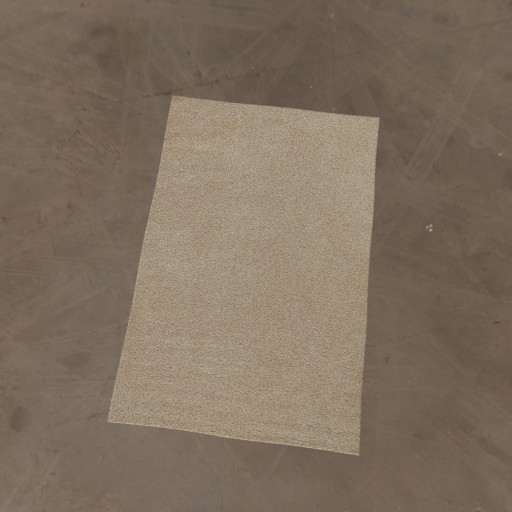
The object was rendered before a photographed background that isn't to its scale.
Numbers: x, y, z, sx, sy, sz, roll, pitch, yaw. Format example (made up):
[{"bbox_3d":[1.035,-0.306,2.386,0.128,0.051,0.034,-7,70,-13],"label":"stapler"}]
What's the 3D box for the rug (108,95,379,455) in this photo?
[{"bbox_3d":[0.000,0.000,3.493,1.800,0.025,2.699,7,75,2],"label":"rug"}]
